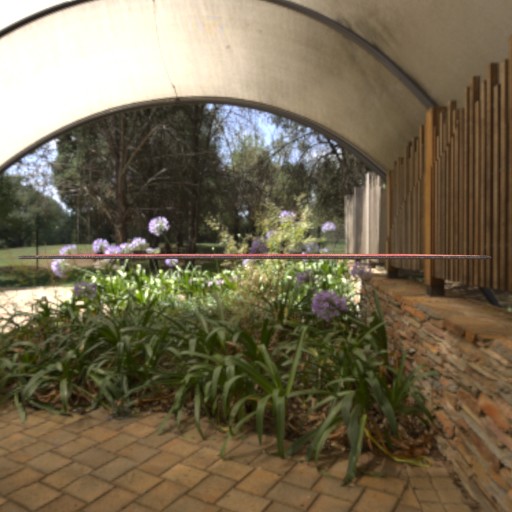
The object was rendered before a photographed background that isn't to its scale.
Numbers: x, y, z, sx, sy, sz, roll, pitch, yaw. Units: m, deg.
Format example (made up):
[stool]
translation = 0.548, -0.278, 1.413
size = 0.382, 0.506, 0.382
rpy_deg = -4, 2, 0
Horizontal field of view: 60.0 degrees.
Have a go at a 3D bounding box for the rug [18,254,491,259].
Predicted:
[rug]
translation = 0.000, 0.000, 3.040
size = 2.449, 0.018, 1.539
rpy_deg = 0, 1, 2
